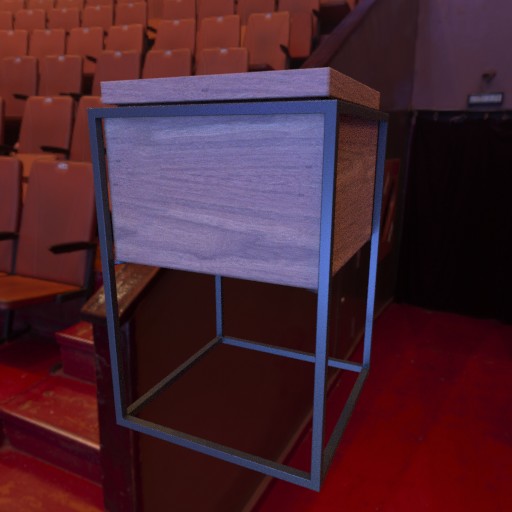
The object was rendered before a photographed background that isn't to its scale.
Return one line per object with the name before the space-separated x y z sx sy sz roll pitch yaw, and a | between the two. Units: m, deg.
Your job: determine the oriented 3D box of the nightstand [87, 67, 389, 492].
nightstand | 0.000 0.000 0.852 0.397 0.607 0.397 7 17 24
